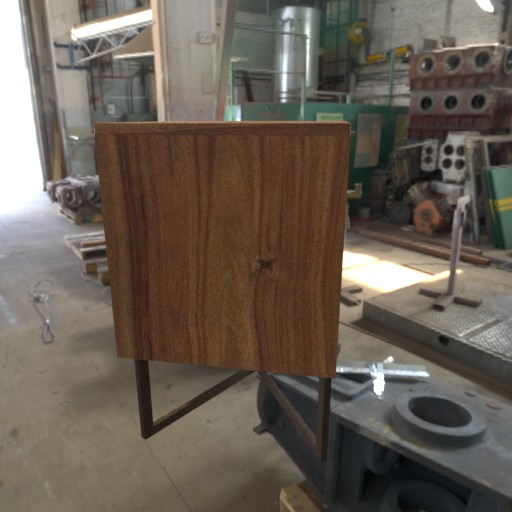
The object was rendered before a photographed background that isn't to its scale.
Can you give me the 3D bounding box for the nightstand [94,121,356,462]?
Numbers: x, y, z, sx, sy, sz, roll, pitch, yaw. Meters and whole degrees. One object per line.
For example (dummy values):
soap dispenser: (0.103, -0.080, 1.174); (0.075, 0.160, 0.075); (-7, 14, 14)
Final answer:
nightstand: (0.000, 0.000, 1.061); (0.427, 0.615, 0.613); (3, 17, 10)
